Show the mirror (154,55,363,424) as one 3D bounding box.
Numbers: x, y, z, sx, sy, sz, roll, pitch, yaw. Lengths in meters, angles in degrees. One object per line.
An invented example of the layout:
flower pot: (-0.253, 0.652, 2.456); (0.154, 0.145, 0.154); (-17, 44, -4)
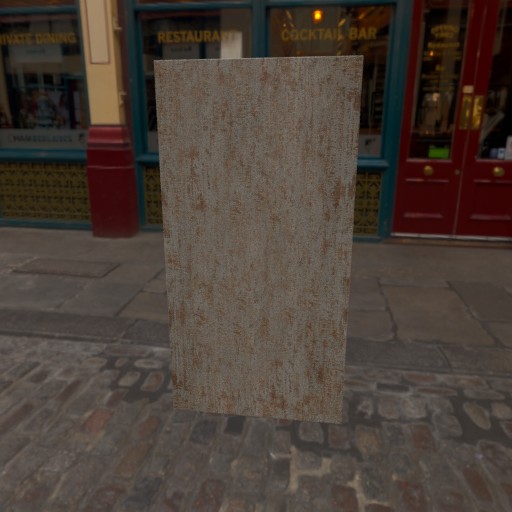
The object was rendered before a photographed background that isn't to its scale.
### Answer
mirror: (0.000, 0.000, 1.124); (0.472, 0.922, 0.027); (2, 16, 8)
